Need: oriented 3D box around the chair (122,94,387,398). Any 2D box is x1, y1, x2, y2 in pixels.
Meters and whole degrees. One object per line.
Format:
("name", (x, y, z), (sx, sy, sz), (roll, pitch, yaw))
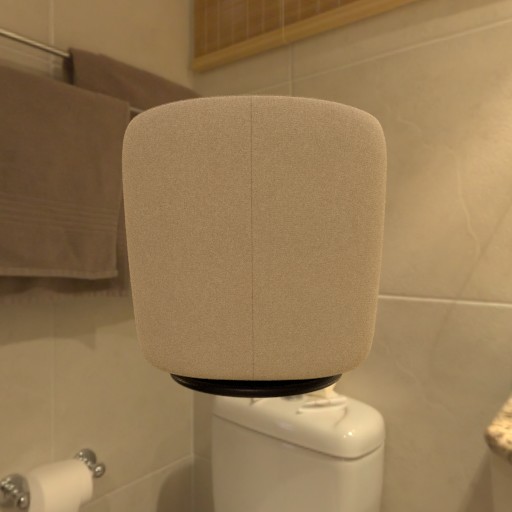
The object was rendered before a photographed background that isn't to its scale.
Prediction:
("chair", (0.000, 0.000, 1.635), (0.822, 0.861, 0.986), (0, 1, 1))
